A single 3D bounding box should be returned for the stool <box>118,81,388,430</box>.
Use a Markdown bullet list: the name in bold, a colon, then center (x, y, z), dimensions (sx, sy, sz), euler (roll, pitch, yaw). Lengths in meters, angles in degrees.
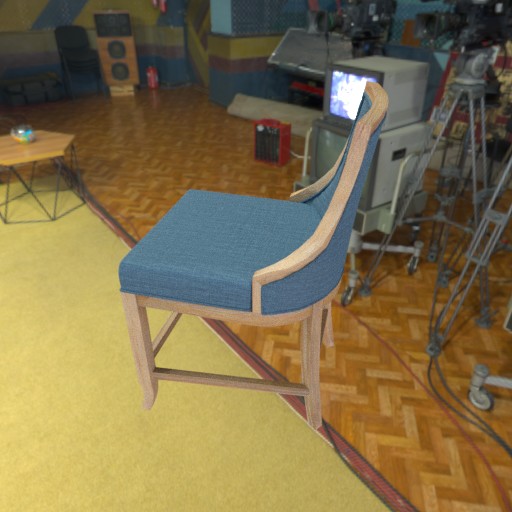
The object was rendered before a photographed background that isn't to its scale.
- **stool**: center (0.000, 0.000, 1.324), dimensions (0.626, 0.938, 0.524), euler (8, 33, 12)
